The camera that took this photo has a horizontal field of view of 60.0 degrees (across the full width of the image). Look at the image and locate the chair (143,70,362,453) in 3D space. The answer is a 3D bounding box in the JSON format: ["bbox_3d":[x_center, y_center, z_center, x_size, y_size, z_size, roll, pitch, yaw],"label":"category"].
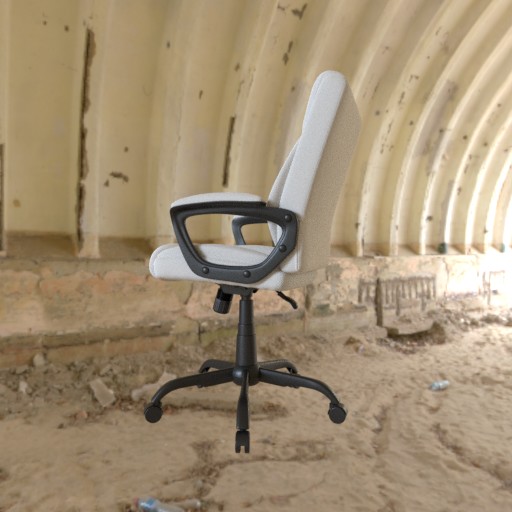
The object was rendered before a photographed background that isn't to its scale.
[{"bbox_3d":[0.000,0.000,1.507,0.669,1.065,0.663,0,1,19],"label":"chair"}]
